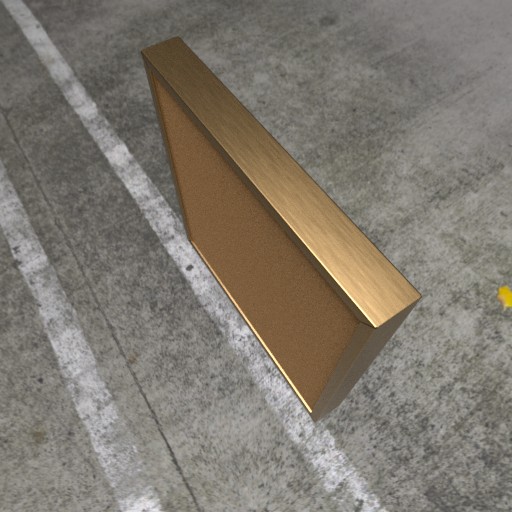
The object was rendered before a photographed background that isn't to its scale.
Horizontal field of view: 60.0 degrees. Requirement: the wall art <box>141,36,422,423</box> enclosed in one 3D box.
[{"bbox_3d":[0.000,0.000,0.454,0.037,0.305,0.305,-30,64,-16],"label":"wall art"}]
